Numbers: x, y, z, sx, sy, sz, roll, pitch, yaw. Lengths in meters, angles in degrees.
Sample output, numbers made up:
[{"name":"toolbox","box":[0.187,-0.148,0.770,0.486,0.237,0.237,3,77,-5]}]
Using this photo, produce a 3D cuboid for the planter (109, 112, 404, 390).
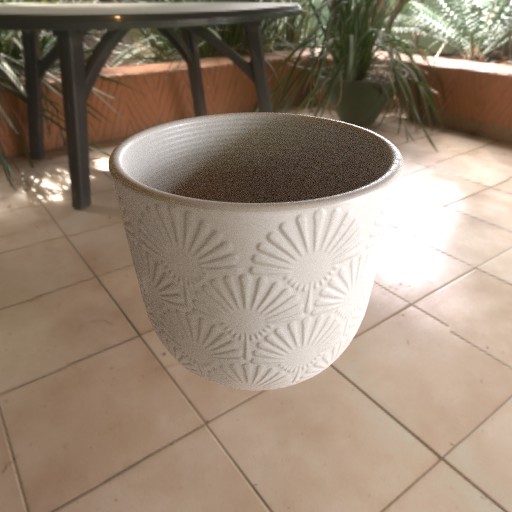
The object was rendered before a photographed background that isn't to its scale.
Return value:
[{"name":"planter","box":[0.000,0.000,0.303,0.170,0.152,0.170,0,32,0]}]
